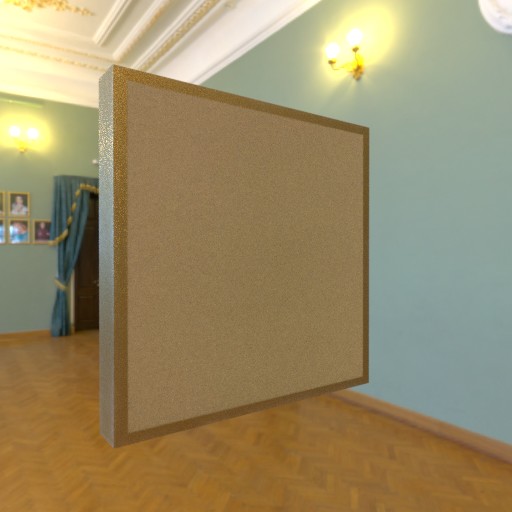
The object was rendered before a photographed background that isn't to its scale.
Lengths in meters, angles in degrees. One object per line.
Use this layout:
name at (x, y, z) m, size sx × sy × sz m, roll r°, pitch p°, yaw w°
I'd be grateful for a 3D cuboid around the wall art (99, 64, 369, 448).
wall art at (0.000, 0.000, 0.455) m, size 0.306 × 0.305 × 0.038 m, roll 0°, pitch 1°, yaw -36°
